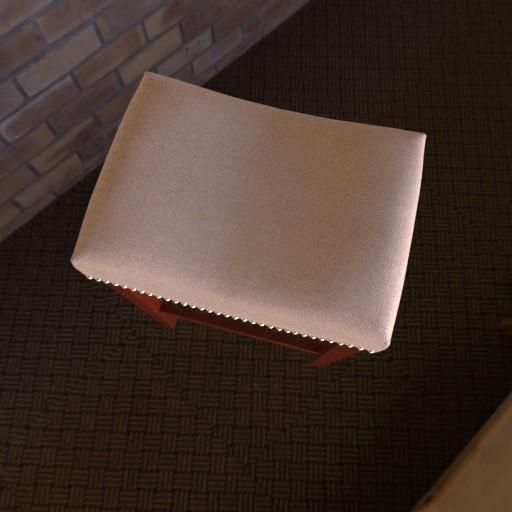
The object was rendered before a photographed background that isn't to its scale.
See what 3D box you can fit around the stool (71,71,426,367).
[{"bbox_3d":[0.000,0.000,1.028,0.504,0.742,0.372,14,74,4],"label":"stool"}]
